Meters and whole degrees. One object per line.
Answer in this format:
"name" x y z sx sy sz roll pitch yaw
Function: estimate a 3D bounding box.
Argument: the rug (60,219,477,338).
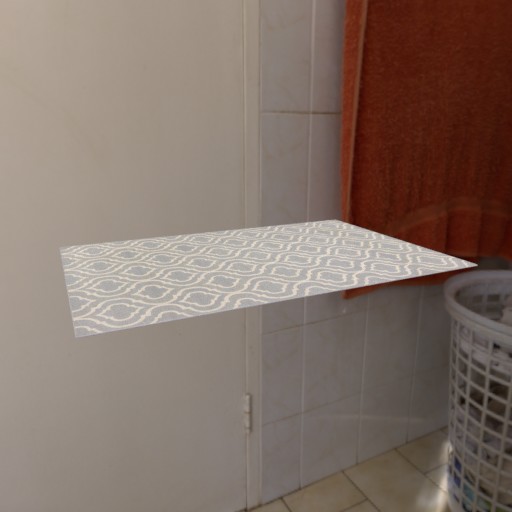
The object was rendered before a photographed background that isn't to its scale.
"rug" 0.000 0.000 2.198 1.749 0.015 1.141 -7 18 -24
